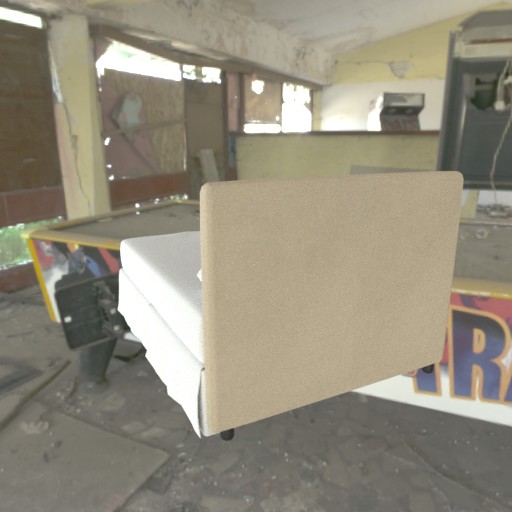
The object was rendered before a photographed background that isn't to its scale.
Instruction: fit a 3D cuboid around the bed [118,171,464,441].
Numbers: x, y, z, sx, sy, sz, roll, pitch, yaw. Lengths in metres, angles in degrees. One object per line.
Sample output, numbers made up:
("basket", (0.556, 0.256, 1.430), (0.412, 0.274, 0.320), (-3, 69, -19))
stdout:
("bed", (0.000, 0.000, 3.310), (1.723, 1.330, 2.142), (-8, 16, -27))
